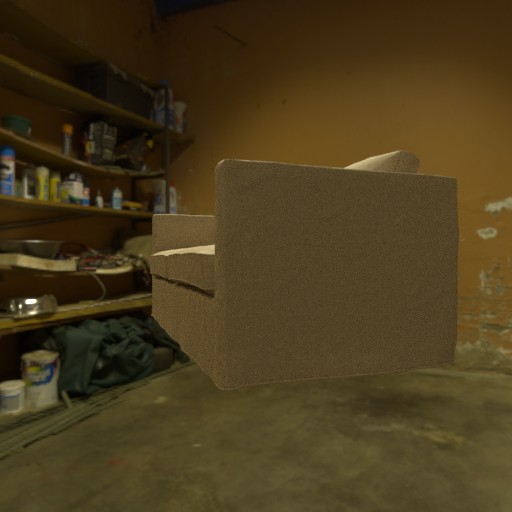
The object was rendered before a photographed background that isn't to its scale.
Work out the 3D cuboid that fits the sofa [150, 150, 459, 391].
[{"bbox_3d":[0.000,0.000,2.410,0.962,0.835,1.959,0,0,-19],"label":"sofa"}]
